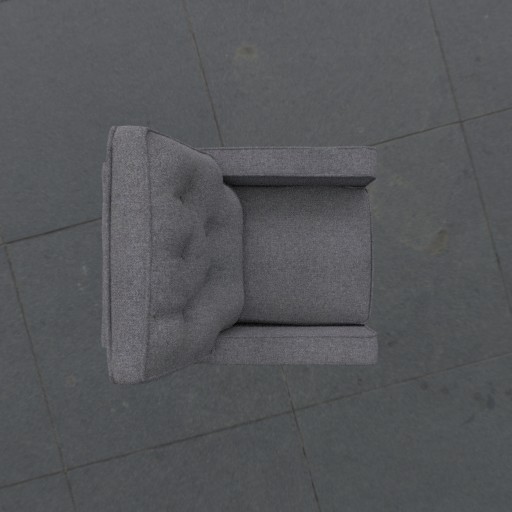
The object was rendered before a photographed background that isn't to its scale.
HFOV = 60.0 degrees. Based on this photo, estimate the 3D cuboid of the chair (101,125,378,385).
[{"bbox_3d":[0.000,0.000,1.404,0.775,0.889,0.650,0,89,0],"label":"chair"}]
